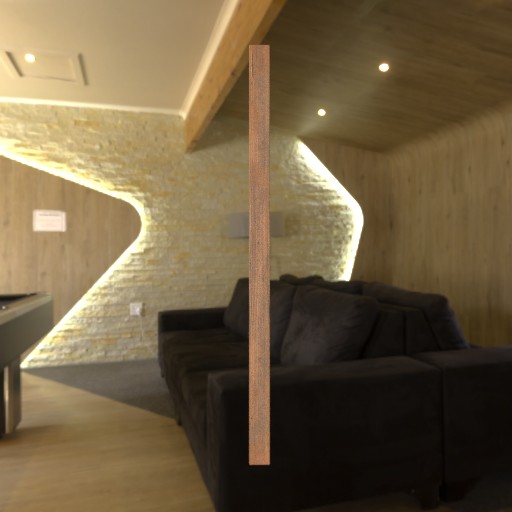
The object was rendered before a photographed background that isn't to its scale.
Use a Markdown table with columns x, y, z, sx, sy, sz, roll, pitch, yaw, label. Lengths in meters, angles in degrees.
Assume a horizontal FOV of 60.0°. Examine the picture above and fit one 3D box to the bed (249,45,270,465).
| x | y | z | sx | sy | sz | roll | pitch | yaw | label |
| --- | --- | --- | --- | --- | --- | --- | --- | --- | --- |
| 0.000 | 0.000 | 1.515 | 0.046 | 0.942 | 1.046 | 0 | 0 | -1 | bed |
